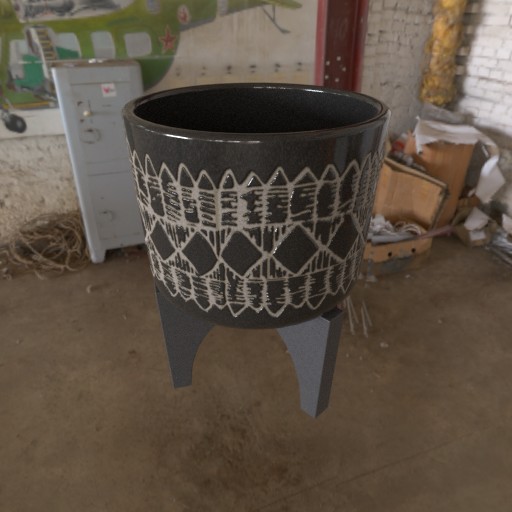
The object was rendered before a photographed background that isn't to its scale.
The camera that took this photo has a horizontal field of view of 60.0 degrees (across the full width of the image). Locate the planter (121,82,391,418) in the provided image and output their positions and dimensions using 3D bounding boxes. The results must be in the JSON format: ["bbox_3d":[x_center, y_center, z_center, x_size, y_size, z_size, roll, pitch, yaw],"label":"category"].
[{"bbox_3d":[0.000,0.000,0.396,0.196,0.264,0.196,8,31,13],"label":"planter"}]
